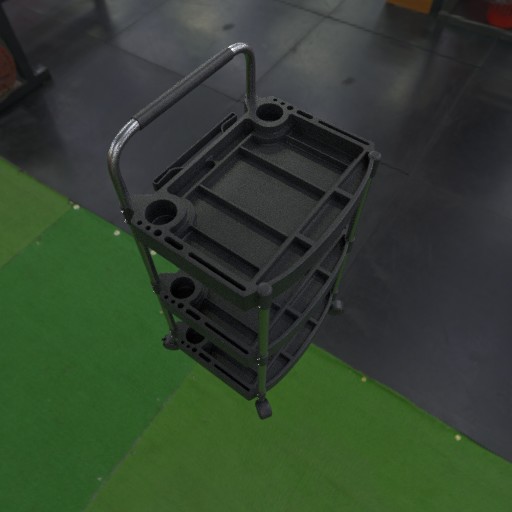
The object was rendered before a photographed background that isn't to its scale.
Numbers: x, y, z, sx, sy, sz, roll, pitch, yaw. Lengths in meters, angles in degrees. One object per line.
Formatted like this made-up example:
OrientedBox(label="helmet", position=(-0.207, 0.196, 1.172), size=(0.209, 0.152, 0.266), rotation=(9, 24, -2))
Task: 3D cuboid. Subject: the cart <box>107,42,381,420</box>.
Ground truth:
OrientedBox(label="cart", position=(0.000, 0.000, 1.373), size=(0.518, 1.075, 0.584), rotation=(32, 62, 19))
